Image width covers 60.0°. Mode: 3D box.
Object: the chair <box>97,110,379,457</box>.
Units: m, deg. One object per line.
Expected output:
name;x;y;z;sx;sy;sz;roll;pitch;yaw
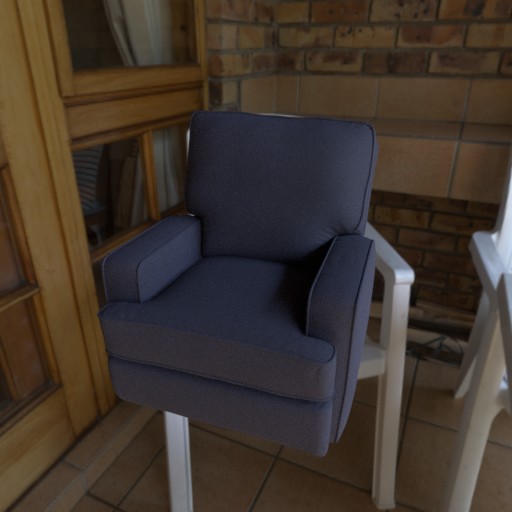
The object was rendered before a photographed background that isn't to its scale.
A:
chair;0.000;0.000;1.666;0.861;0.962;0.964;8;27;17
